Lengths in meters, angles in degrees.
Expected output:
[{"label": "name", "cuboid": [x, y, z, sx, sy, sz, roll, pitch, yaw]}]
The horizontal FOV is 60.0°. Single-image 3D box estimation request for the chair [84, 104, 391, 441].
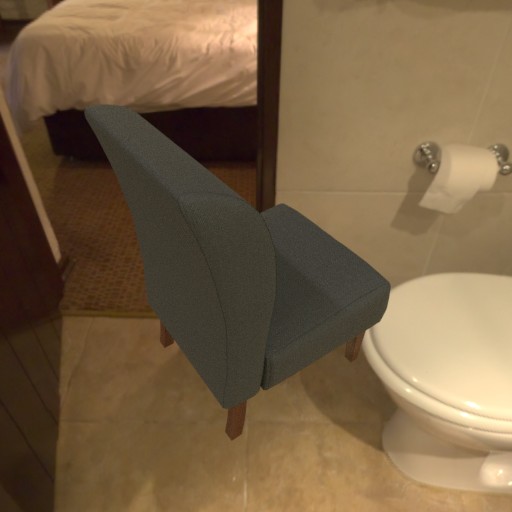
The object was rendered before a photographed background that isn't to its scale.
[{"label": "chair", "cuboid": [0.000, 0.000, 1.180, 0.592, 0.804, 0.513, -26, 47, -27]}]
